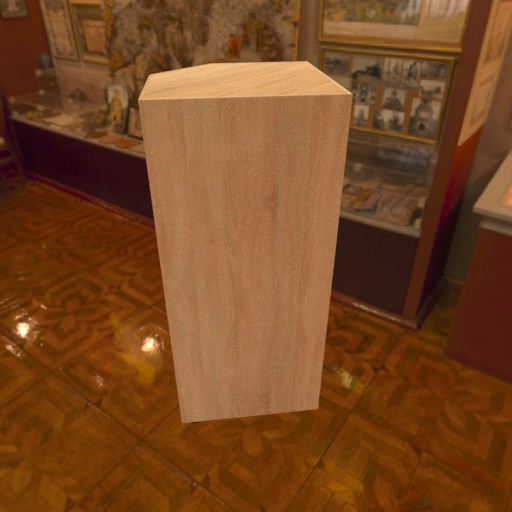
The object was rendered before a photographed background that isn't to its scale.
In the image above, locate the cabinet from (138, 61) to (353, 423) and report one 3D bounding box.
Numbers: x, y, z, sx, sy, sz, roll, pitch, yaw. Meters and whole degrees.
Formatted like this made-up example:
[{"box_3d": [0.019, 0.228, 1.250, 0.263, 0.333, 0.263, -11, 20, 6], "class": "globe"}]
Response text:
[{"box_3d": [0.000, 0.000, 2.819, 1.094, 2.120, 1.327, 22, 38, 32], "class": "cabinet"}]
